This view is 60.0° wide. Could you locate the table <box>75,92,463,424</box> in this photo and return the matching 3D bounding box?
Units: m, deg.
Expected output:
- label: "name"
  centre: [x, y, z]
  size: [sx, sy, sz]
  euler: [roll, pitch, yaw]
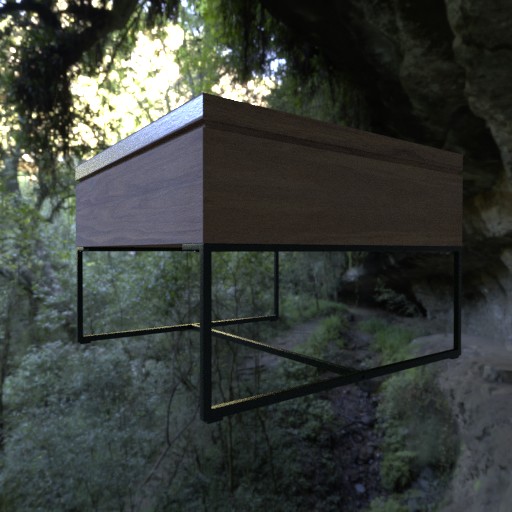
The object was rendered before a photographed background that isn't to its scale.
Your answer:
- label: "table"
  centre: [0.000, 0.000, 1.087]
  size: [0.676, 0.464, 0.679]
  euler: [0, 1, -36]
